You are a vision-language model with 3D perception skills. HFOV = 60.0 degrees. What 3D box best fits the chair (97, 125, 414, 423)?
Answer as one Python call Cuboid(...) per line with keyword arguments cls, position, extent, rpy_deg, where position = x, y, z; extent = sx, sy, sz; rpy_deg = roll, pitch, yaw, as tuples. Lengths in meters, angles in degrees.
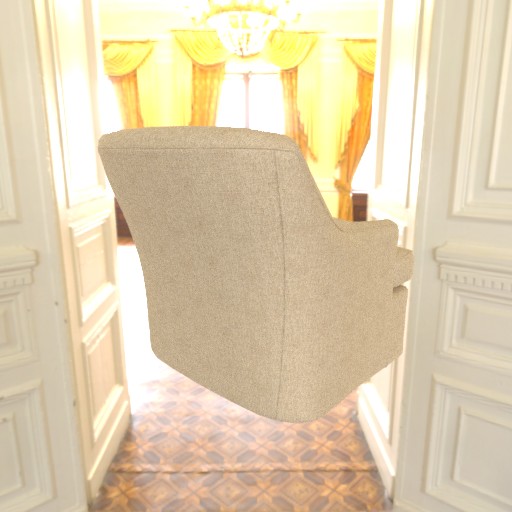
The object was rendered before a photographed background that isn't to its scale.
Cuboid(cls="chair", position=(0.000, 0.000, 1.573), extent=(0.864, 0.856, 0.923), rpy_deg=(13, 19, 42))
